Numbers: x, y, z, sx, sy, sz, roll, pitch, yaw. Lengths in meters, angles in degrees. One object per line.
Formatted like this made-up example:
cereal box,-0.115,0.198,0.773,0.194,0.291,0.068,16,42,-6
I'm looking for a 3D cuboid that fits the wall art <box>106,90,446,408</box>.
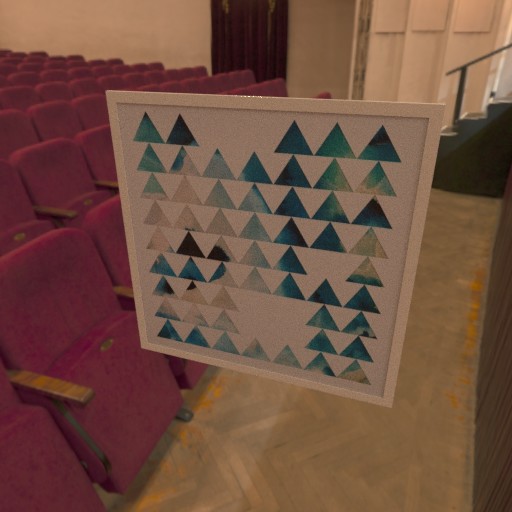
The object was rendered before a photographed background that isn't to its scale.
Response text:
wall art,0.000,0.000,1.190,0.809,0.809,0.012,9,27,17
